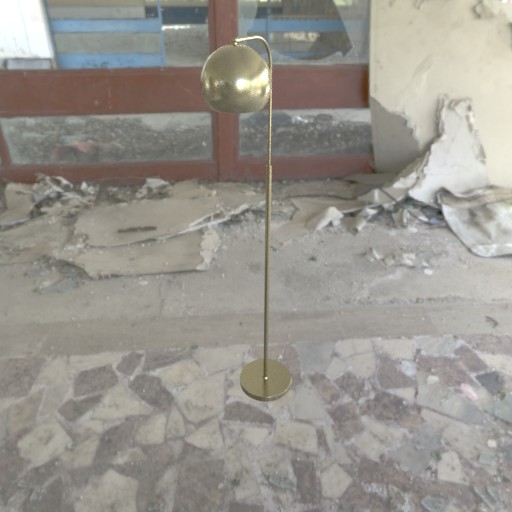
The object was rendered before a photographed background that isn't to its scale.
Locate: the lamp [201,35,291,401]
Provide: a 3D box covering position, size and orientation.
[{"bbox_3d":[0.000,0.000,1.702,0.250,1.526,0.431,17,35,26],"label":"lamp"}]
